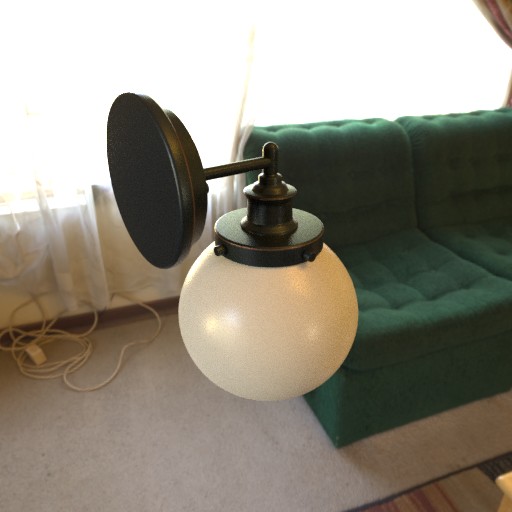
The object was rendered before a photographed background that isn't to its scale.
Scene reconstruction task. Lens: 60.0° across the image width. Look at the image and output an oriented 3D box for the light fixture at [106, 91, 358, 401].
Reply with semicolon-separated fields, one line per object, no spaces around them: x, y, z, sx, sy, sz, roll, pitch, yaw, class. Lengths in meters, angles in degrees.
0.000;0.000;0.454;0.230;0.332;0.197;-19;32;-32;light fixture
